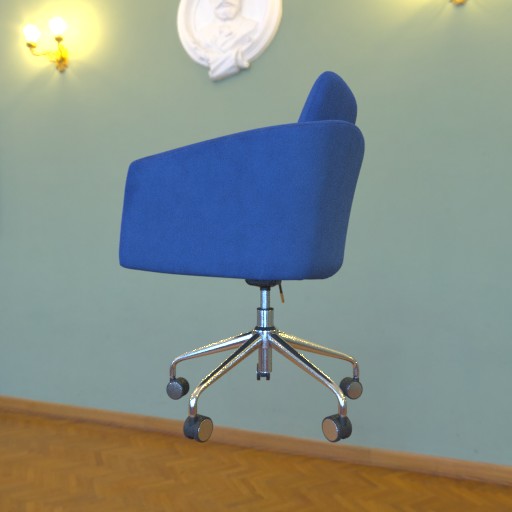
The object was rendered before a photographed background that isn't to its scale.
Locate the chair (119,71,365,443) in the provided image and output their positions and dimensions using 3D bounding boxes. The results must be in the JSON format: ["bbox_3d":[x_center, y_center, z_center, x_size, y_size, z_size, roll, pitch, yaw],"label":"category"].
[{"bbox_3d":[0.000,0.000,1.339,0.635,0.908,0.641,0,0,18],"label":"chair"}]
